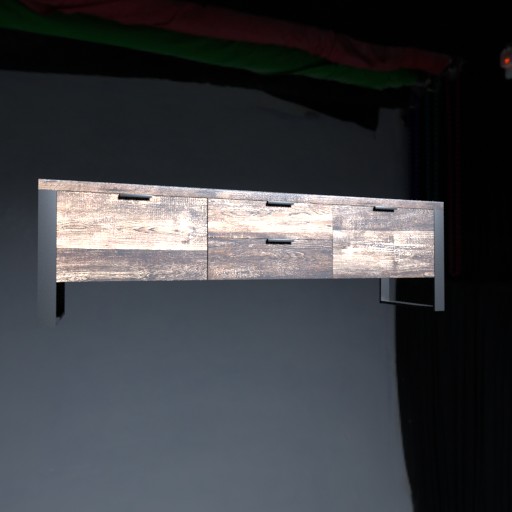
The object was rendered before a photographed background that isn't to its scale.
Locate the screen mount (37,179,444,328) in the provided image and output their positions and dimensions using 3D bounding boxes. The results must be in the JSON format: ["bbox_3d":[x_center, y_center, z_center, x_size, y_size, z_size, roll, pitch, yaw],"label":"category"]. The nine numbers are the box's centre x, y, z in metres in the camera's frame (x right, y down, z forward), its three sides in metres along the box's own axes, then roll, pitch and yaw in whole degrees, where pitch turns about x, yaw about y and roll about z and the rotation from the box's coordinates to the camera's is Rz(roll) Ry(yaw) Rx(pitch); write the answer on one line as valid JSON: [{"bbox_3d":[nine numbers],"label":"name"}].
[{"bbox_3d":[0.000,0.000,1.763,1.524,0.450,0.395,0,-1,-19],"label":"screen mount"}]
